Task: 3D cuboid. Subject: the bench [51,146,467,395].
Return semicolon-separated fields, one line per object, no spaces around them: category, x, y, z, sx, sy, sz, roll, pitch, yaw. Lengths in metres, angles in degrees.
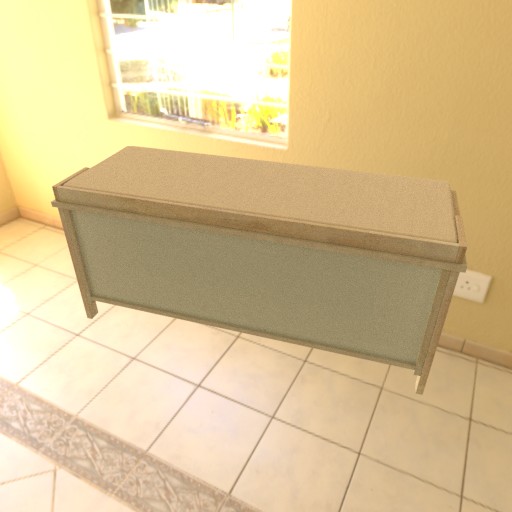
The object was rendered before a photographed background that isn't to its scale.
bench;0.000;0.000;1.429;1.140;0.501;0.398;10;34;15
